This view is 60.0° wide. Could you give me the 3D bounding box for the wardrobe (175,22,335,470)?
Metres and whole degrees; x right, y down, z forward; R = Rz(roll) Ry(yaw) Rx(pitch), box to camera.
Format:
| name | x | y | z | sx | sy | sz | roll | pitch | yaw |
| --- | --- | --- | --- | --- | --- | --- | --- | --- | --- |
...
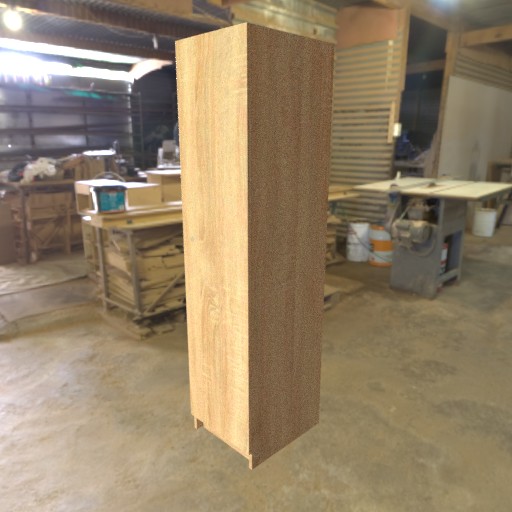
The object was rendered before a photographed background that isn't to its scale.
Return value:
| name | x | y | z | sx | sy | sz | roll | pitch | yaw |
| --- | --- | --- | --- | --- | --- | --- | --- | --- | --- |
| wardrobe | 0.000 | 0.000 | 2.395 | 0.588 | 2.117 | 0.496 | -14 | 20 | -43 |
